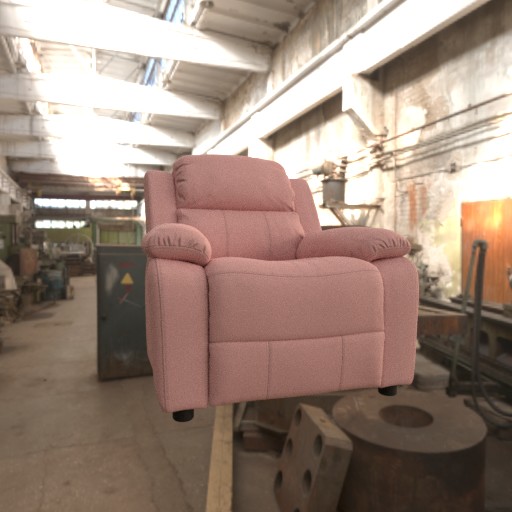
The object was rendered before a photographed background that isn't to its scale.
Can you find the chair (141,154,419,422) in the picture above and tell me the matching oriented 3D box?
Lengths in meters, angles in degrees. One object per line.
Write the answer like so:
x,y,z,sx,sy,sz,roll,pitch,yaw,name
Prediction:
0.000,0.000,1.310,0.680,0.702,0.709,0,1,-19,chair
